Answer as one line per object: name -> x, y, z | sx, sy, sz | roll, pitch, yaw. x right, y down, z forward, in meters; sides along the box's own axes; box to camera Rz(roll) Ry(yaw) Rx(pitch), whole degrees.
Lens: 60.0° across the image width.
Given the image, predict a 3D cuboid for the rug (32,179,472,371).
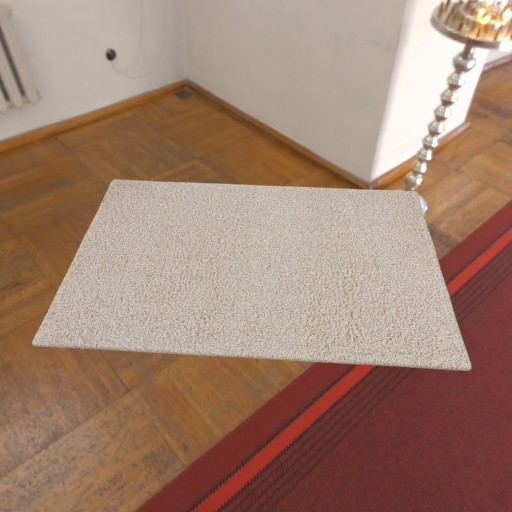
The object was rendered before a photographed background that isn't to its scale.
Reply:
rug -> 0.000, 0.000, 3.370 | 2.743, 0.030, 1.778 | 3, 45, 3
